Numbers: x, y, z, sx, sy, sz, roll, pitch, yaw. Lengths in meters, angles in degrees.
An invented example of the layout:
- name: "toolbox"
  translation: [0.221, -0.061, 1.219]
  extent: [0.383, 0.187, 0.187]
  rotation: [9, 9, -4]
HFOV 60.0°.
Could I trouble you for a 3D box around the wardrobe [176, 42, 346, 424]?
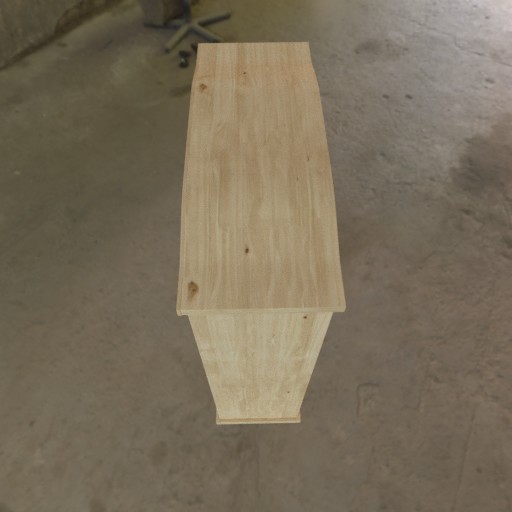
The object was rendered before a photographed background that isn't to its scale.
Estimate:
- name: "wardrobe"
  translation: [0.000, 0.000, 2.601]
  extent: [0.570, 1.870, 1.500]
  rotation: [-1, 58, -1]
